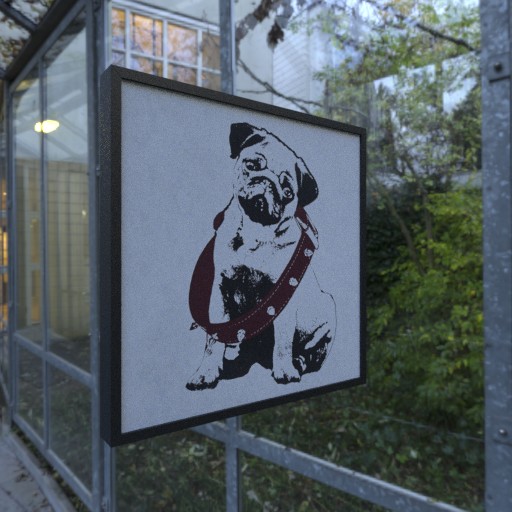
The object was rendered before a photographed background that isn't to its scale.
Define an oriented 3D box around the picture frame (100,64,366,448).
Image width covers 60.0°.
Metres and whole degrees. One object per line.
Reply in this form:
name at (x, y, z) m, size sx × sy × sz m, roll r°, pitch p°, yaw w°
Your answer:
picture frame at (0.000, 0.000, 0.471) m, size 0.317 × 0.317 × 0.030 m, roll 0°, pitch 0°, yaw -36°
